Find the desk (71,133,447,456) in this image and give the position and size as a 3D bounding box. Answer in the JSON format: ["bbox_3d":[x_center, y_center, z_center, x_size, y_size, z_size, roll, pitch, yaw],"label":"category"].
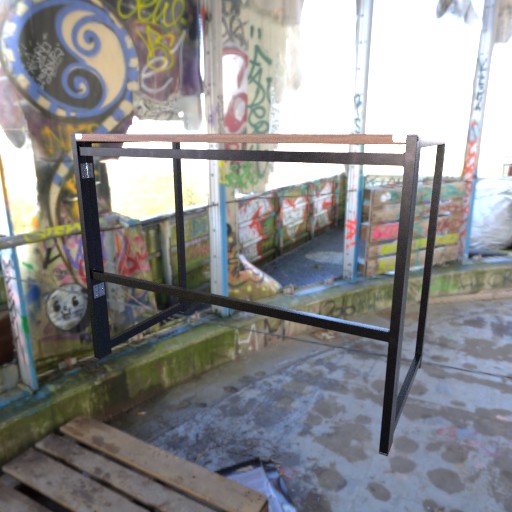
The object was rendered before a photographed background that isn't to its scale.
[{"bbox_3d":[0.000,0.000,1.432,1.016,0.762,0.508,8,17,28],"label":"desk"}]
